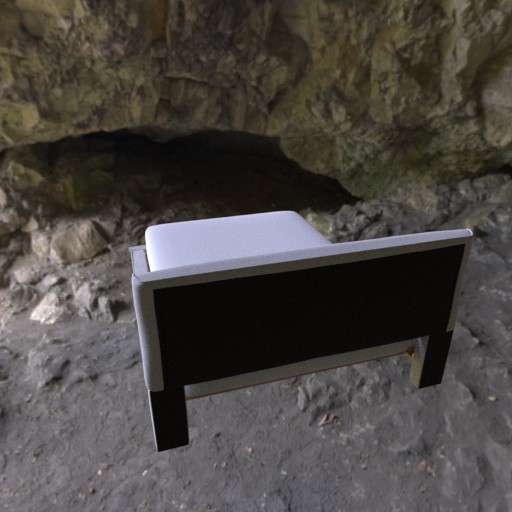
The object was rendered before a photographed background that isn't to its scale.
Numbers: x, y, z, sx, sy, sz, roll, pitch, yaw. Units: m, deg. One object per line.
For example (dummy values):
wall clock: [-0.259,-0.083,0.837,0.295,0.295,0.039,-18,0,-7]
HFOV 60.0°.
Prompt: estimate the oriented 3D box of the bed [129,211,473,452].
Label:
bed: [0.000,0.000,3.364,1.840,1.067,2.368,-8,27,-15]
